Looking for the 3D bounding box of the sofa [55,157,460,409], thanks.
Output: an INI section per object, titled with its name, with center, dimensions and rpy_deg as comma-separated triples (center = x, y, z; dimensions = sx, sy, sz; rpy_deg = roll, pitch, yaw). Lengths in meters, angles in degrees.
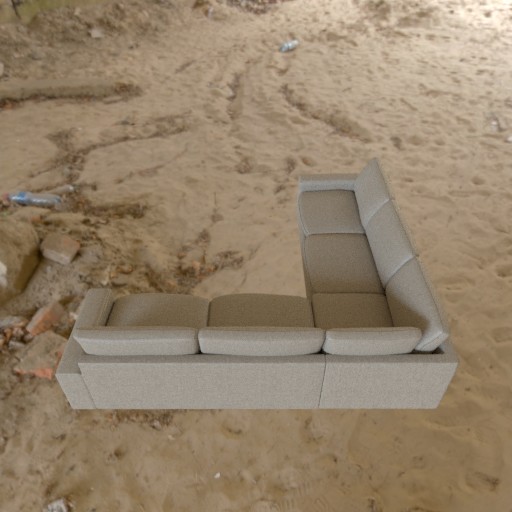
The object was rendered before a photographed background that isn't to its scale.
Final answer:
[sofa]
center = 0.000, 0.000, 4.047
dimensions = 2.742, 0.800, 2.622
rpy_deg = 0, 41, 0
